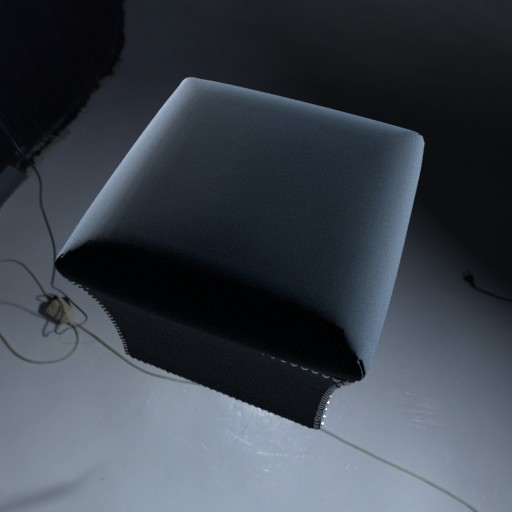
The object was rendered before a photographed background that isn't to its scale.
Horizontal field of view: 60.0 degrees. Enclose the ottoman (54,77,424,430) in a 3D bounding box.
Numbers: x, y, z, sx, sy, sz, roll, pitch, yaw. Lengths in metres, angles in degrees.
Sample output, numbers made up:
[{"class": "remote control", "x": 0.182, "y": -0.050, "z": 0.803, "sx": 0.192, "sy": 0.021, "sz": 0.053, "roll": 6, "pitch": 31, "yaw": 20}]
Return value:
[{"class": "ottoman", "x": 0.000, "y": 0.000, "z": 0.910, "sx": 0.507, "sy": 0.475, "sz": 0.497, "roll": 18, "pitch": 60, "yaw": 11}]
